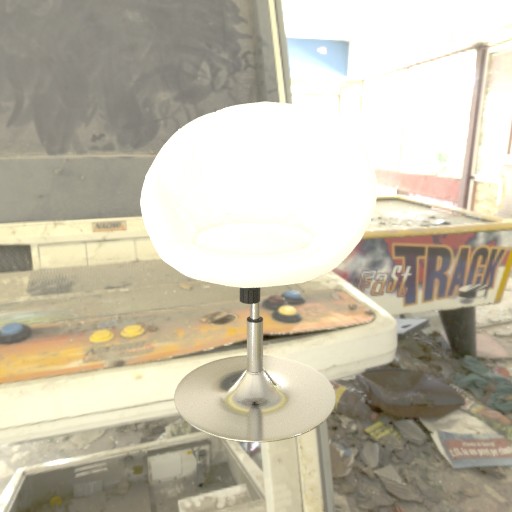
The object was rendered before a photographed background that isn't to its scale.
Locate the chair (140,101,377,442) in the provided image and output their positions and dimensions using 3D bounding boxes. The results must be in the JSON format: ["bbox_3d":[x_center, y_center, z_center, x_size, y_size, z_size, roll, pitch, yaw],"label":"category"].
[{"bbox_3d":[0.000,0.000,1.835,0.940,1.261,0.736,2,14,8],"label":"chair"}]
